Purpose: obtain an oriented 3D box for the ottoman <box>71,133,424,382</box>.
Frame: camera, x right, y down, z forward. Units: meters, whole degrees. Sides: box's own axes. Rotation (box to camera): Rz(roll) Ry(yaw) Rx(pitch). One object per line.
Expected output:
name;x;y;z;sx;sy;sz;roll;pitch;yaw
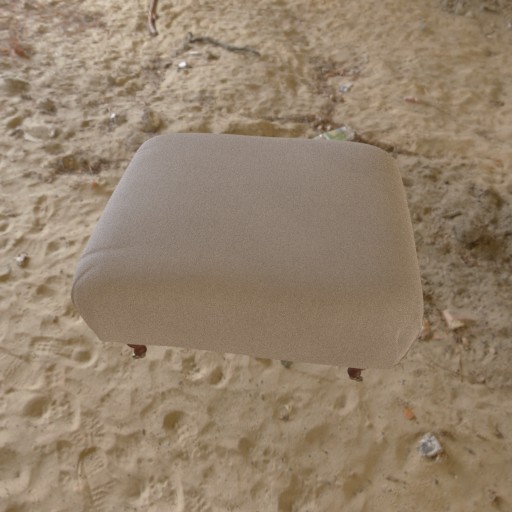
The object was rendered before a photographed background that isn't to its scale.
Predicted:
ottoman;0.000;0.000;1.172;0.746;0.450;0.622;5;47;4
